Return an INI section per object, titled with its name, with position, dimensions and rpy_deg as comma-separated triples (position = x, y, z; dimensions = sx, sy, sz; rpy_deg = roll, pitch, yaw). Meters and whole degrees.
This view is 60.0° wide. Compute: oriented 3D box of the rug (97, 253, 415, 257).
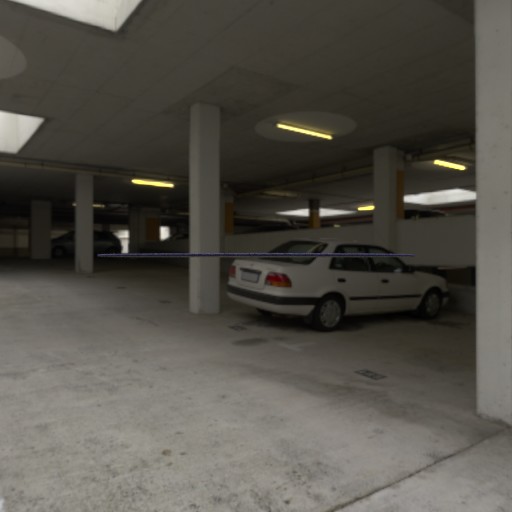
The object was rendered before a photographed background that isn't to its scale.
[rug]
position = 0.000, 0.000, 2.357
dimensions = 1.591, 0.010, 1.591
rpy_deg = 0, 0, 0
